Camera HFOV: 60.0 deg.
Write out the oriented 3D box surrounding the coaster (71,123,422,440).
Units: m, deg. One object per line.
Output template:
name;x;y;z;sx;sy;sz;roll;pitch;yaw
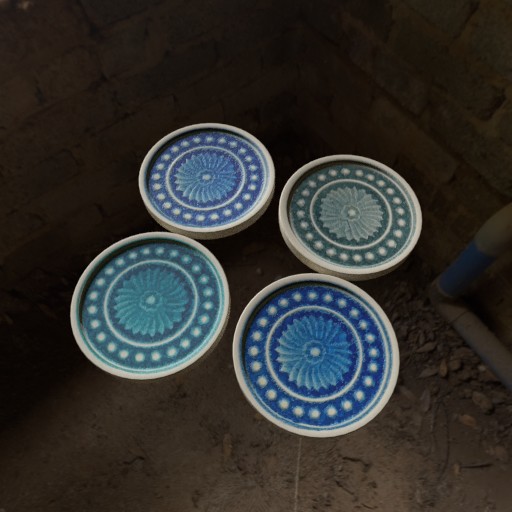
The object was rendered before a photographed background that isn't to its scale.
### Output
coaster;0.000;0.000;0.324;0.224;0.010;0.220;15;64;8
